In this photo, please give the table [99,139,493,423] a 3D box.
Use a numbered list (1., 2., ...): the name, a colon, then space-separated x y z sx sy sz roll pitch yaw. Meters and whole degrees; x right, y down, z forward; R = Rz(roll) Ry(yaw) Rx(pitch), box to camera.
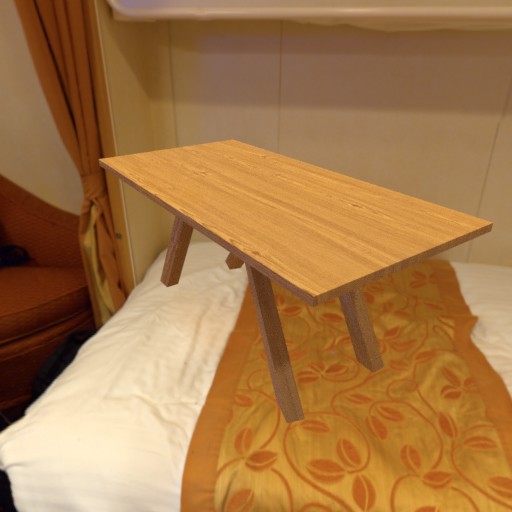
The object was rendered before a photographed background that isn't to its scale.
1. table: 0.000 0.000 2.246 0.901 0.750 1.797 -18 32 -31
